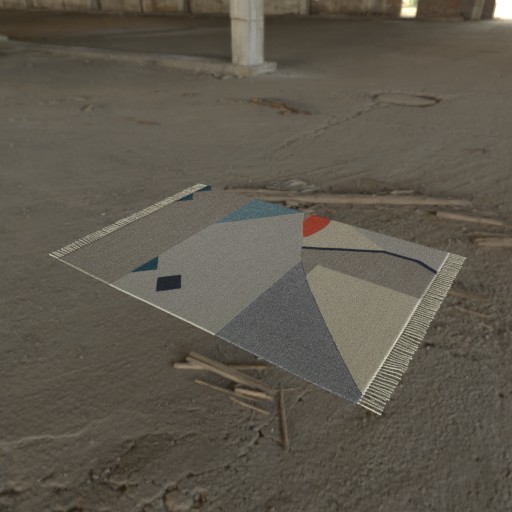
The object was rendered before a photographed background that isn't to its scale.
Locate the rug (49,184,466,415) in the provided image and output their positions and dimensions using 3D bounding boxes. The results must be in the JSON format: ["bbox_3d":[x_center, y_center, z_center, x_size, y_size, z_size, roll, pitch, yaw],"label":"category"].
[{"bbox_3d":[0.000,0.000,2.323,1.828,0.005,1.220,19,36,29],"label":"rug"}]
